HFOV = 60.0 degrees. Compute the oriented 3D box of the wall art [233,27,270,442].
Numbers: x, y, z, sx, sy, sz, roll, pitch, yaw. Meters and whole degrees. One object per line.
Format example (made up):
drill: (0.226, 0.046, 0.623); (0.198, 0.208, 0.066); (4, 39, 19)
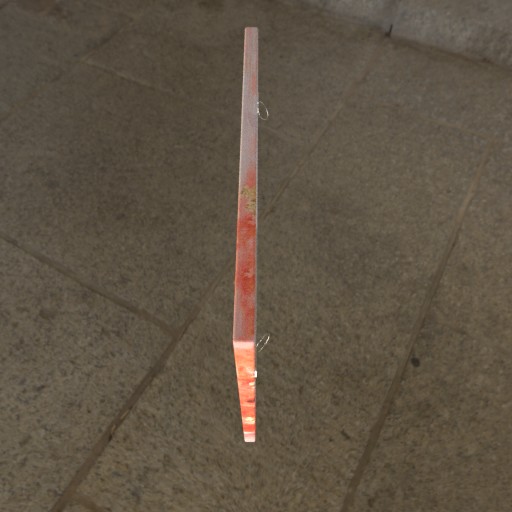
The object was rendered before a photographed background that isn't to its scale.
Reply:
wall art: (0.000, 0.000, 1.307); (0.066, 0.878, 0.878); (0, 58, 0)
